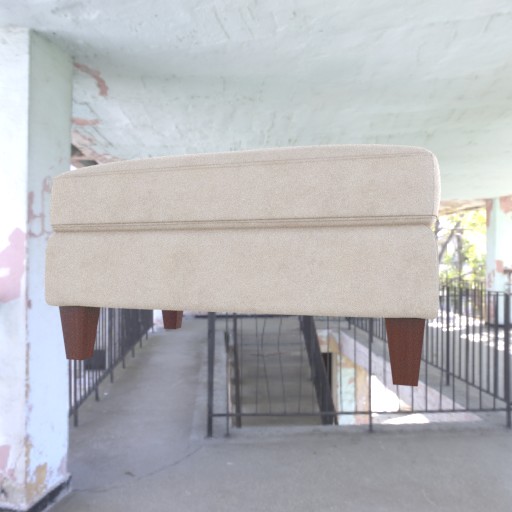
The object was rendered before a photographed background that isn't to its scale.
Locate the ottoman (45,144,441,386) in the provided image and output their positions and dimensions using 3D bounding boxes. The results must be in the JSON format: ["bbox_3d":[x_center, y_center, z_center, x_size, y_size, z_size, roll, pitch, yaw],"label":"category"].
[{"bbox_3d":[0.000,0.000,1.166,0.864,0.483,0.584,0,0,17],"label":"ottoman"}]
